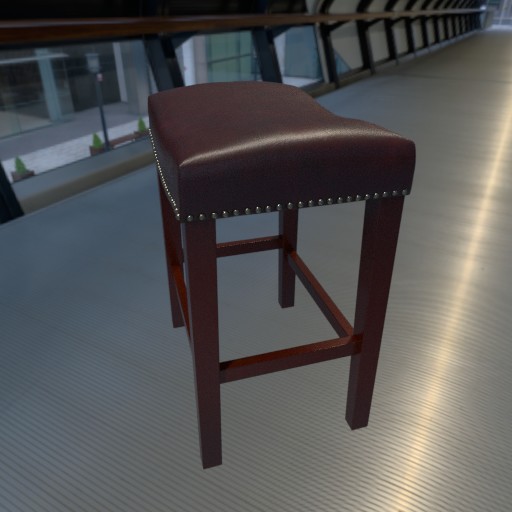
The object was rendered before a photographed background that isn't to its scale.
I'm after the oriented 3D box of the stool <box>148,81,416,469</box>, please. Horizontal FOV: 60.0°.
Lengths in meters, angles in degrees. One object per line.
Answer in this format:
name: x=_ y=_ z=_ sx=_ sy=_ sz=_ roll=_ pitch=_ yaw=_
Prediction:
stool: x=0.000 y=0.000 z=0.970 sx=0.372 sy=0.657 sz=0.504 roll=-8 pitch=31 yaw=-14
